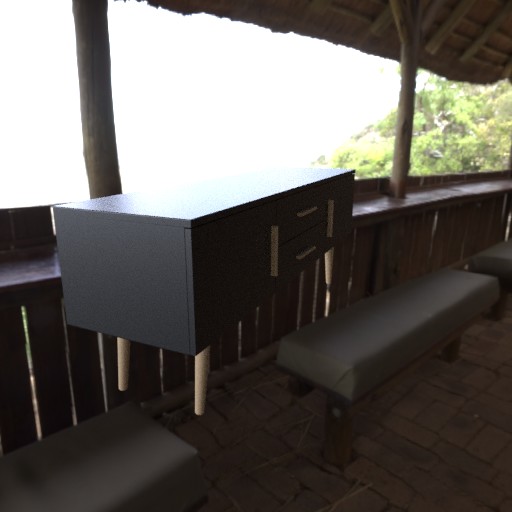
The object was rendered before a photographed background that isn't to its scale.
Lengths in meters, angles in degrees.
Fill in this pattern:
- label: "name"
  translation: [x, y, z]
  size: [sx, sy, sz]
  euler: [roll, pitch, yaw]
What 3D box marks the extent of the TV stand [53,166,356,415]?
- label: "TV stand"
  translation: [0.000, 0.000, 1.561]
  size: [0.390, 0.518, 1.312]
  euler: [7, 17, 25]
